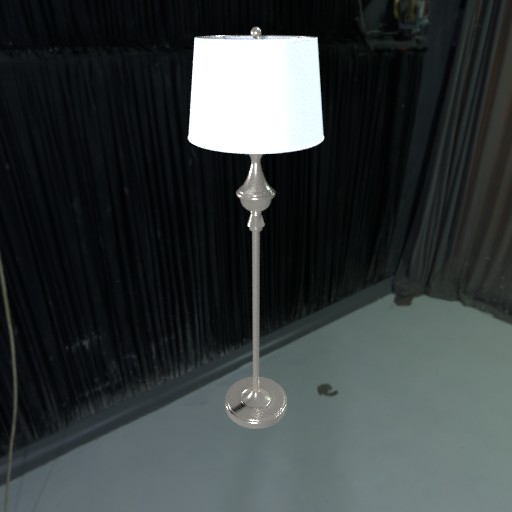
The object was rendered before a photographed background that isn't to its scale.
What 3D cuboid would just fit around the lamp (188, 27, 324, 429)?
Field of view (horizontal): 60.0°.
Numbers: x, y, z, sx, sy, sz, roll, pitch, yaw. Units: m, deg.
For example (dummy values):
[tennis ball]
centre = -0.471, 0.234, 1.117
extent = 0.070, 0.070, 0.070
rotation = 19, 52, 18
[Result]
[lamp]
centre = 0.000, 0.000, 1.620
extent = 0.431, 1.488, 0.431
rotation = 0, 28, 0
